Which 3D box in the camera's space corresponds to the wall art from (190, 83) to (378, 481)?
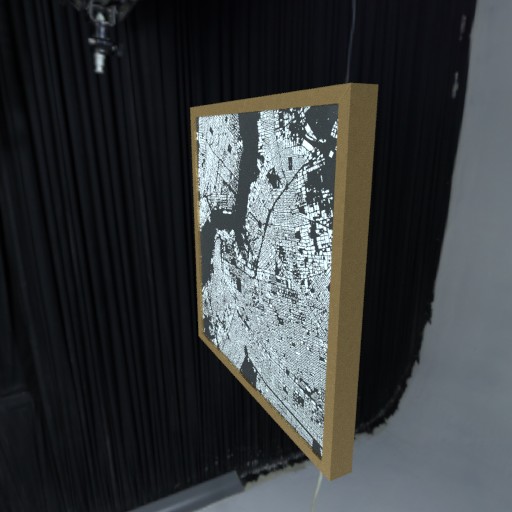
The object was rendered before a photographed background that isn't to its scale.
[{"bbox_3d":[0.000,0.000,1.924,0.095,1.284,1.284,-8,17,-26],"label":"wall art"}]
